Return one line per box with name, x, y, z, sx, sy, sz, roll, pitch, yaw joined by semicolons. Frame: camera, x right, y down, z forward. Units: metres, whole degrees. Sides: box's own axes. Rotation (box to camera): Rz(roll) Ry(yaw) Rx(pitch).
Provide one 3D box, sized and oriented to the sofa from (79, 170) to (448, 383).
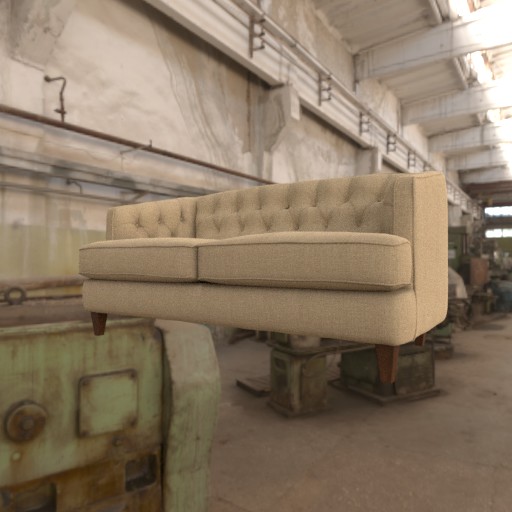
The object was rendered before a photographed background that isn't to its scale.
sofa;0.000;0.000;2.238;1.733;0.855;0.941;0;0;35
